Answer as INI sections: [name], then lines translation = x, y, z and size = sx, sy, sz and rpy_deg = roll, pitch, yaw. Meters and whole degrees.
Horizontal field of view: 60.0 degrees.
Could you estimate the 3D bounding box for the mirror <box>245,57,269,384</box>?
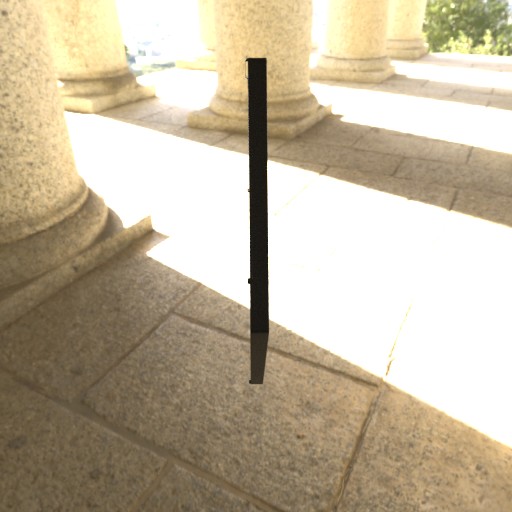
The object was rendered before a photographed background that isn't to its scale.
[mirror]
translation = 0.000, 0.000, 0.825
size = 0.032, 0.679, 0.419
rpy_deg = -1, 32, -1
